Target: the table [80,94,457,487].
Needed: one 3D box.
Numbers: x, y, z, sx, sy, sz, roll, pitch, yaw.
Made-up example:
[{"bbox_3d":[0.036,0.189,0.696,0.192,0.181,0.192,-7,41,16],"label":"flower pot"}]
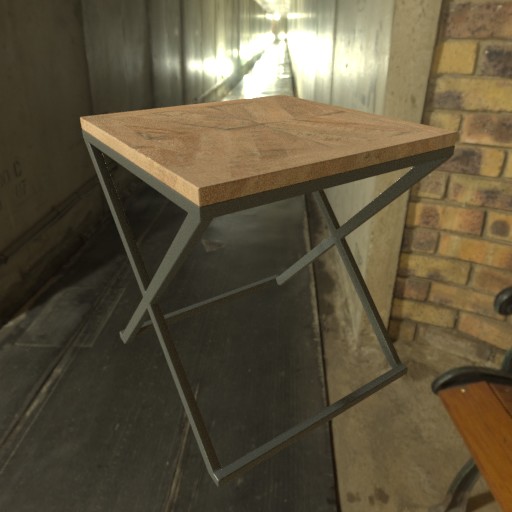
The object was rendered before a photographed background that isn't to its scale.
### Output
[{"bbox_3d":[0.000,0.000,0.941,0.499,0.550,0.498,-18,33,-30],"label":"table"}]
